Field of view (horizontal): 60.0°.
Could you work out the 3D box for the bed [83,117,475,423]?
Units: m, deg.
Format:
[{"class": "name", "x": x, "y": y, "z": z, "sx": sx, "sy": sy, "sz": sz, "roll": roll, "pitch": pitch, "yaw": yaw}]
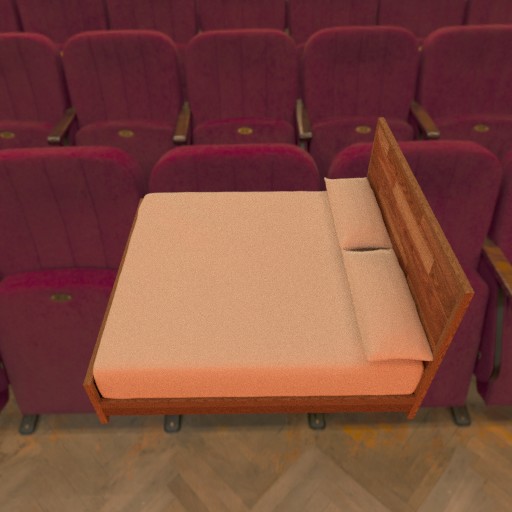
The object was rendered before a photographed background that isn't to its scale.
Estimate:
[{"class": "bed", "x": 0.000, "y": 0.000, "z": 3.408, "sx": 2.184, "sy": 1.295, "sz": 2.013, "roll": -1, "pitch": 42, "yaw": -1}]
